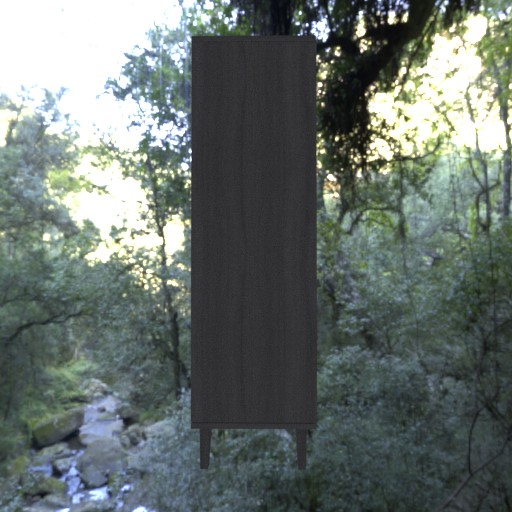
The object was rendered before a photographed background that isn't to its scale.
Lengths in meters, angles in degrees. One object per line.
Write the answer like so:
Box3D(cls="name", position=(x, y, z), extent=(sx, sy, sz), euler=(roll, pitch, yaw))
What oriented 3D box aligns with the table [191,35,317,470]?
Box3D(cls="table", position=(0.000, 0.000, 1.954), extent=(0.398, 1.388, 1.111), euler=(0, -1, 1))
